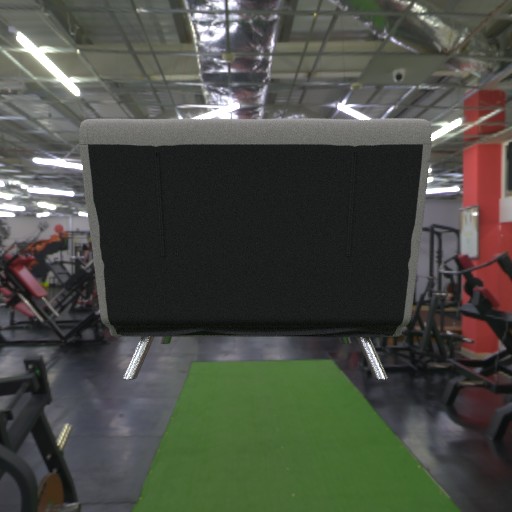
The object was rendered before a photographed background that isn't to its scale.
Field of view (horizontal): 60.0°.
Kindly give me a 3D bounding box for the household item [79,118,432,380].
[{"bbox_3d":[0.000,0.000,1.648,1.000,0.800,0.874,0,0,0],"label":"household item"}]
